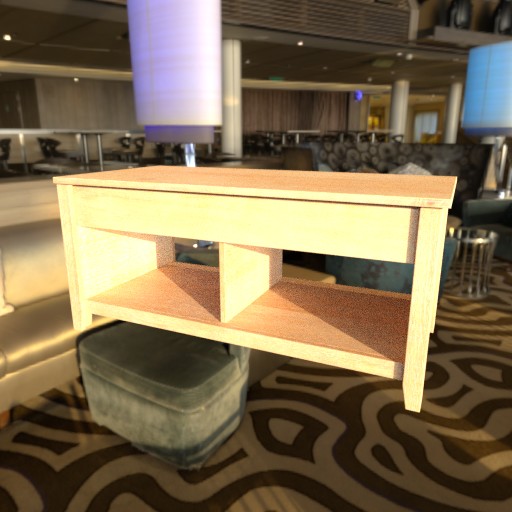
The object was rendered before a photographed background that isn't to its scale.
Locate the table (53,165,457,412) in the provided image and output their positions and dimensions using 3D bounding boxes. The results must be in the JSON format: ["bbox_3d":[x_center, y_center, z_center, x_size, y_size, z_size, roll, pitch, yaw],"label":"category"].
[{"bbox_3d":[0.000,0.000,1.294,1.016,0.457,0.483,7,17,24],"label":"table"}]
